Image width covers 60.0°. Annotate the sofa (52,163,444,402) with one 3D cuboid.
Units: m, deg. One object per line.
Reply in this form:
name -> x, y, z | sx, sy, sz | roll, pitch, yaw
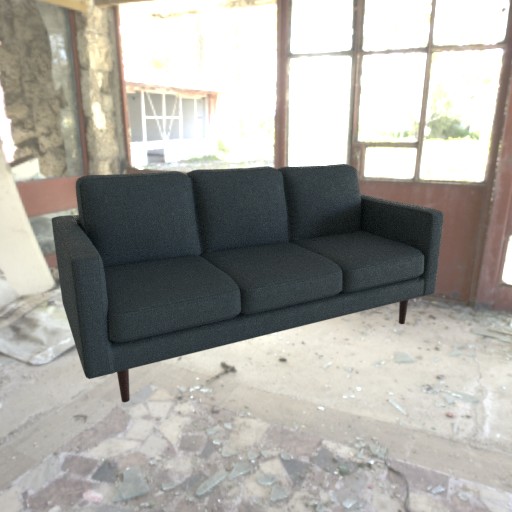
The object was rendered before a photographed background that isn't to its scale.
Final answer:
sofa -> 0.000, 0.000, 2.523 | 2.013, 0.945, 0.935 | -9, 19, -27
